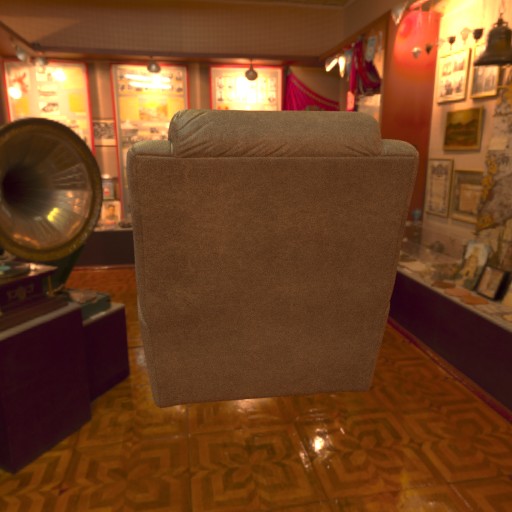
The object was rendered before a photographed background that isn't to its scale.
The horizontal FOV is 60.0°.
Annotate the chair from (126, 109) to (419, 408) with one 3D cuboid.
[{"bbox_3d":[0.000,0.000,1.893,0.965,1.116,1.068,-2,13,-8],"label":"chair"}]
